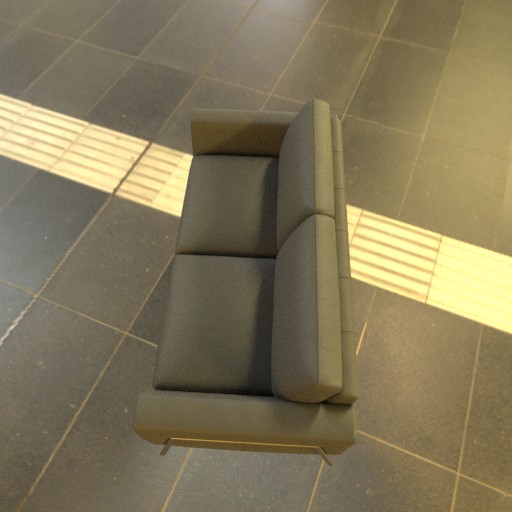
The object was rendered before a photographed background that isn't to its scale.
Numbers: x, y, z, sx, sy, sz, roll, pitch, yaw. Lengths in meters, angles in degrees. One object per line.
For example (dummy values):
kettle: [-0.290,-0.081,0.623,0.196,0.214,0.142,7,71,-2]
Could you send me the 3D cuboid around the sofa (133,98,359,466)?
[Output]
sofa: [0.000,0.000,2.508,0.953,0.875,2.017,3,59,2]
